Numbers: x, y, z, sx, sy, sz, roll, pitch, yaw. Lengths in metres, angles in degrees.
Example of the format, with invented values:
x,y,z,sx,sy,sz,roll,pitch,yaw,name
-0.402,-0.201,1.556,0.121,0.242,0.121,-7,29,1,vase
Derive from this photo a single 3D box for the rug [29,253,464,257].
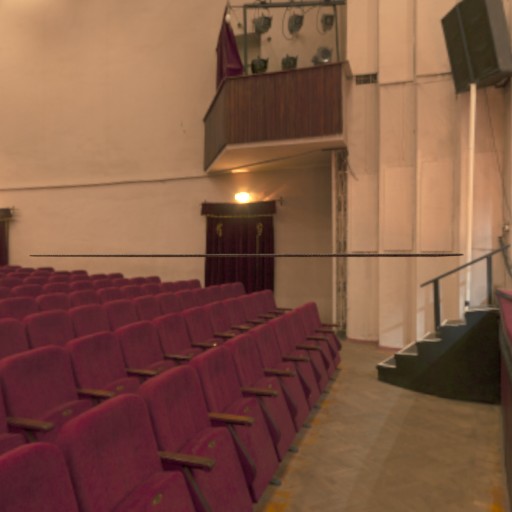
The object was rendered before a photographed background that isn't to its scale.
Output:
x,y,z,sx,sy,sz,roll,pitch,yaw,name
0.000,0.000,3.110,2.476,0.011,1.554,0,0,18,rug
